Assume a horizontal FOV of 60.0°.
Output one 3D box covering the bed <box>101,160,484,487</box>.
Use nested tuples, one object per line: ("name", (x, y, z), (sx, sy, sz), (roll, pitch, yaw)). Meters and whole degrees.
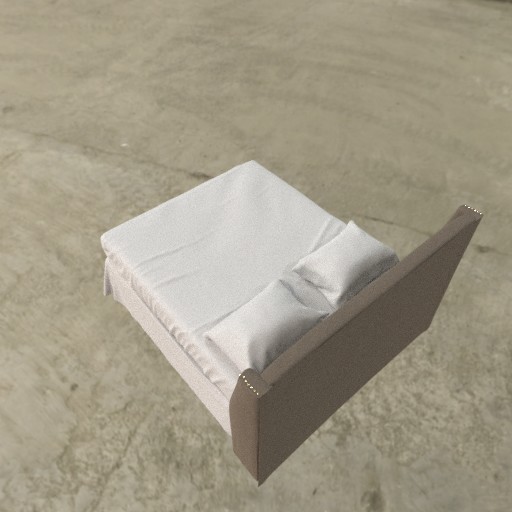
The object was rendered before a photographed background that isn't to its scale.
("bed", (0.000, 0.000, 3.439), (1.925, 1.332, 2.276), (-32, 55, -26))
